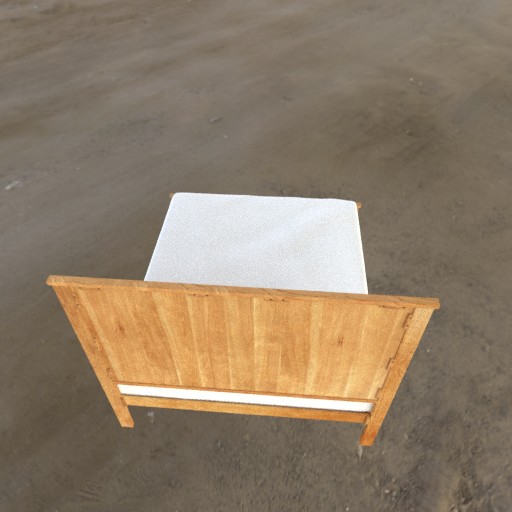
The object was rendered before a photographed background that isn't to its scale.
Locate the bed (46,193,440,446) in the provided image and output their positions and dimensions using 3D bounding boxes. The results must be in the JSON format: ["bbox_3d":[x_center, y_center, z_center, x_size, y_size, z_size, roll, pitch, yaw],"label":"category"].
[{"bbox_3d":[0.000,0.000,4.067,2.225,1.938,2.530,3,45,3],"label":"bed"}]
